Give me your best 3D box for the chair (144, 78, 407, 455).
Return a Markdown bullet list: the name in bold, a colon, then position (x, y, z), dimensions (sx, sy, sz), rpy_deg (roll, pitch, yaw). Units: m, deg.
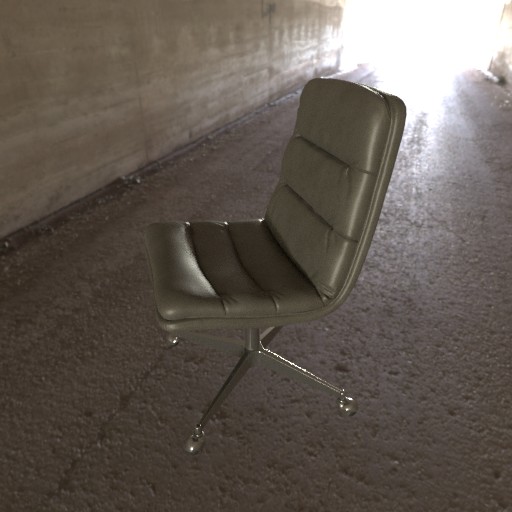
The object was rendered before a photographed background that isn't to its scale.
- **chair**: position (0.000, 0.000, 1.021), dimensions (0.485, 0.738, 0.422), rpy_deg (-8, 30, -15)
